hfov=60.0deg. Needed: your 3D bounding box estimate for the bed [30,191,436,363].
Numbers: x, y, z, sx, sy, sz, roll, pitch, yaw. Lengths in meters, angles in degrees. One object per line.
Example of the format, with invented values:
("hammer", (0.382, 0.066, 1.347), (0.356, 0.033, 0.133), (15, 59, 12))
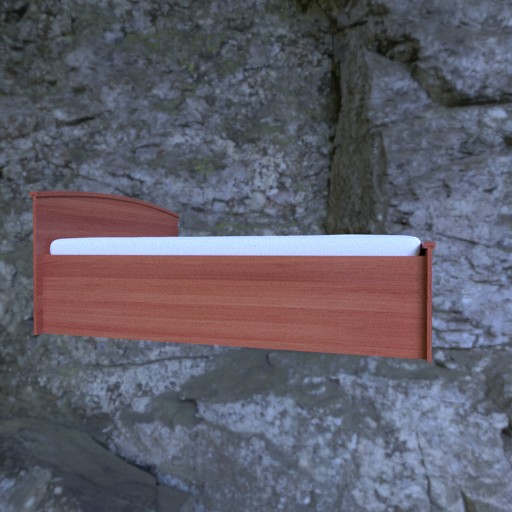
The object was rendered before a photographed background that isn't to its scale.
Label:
("bed", (0.000, 0.000, 2.913), (2.053, 0.848, 1.683), (0, 1, 17))
